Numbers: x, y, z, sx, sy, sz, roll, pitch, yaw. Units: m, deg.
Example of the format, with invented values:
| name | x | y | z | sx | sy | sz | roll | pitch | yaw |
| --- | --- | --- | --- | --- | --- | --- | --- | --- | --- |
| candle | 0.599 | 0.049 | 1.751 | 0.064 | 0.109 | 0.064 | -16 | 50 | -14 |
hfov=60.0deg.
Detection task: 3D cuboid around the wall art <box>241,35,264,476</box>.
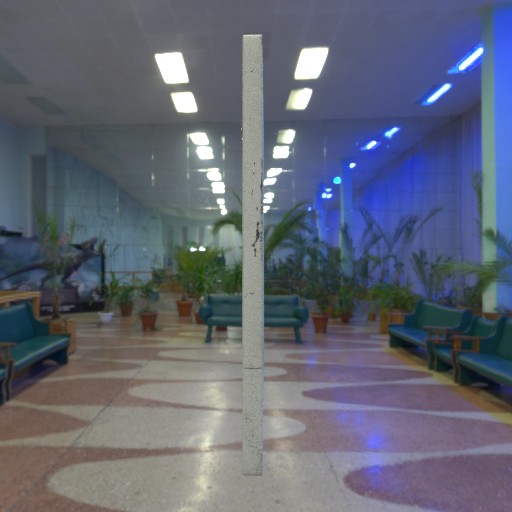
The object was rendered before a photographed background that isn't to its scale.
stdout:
| name | x | y | z | sx | sy | sz | roll | pitch | yaw |
| --- | --- | --- | --- | --- | --- | --- | --- | --- | --- |
| wall art | 0.000 | 0.000 | 1.140 | 0.038 | 0.762 | 0.762 | 0 | 0 | 1 |
